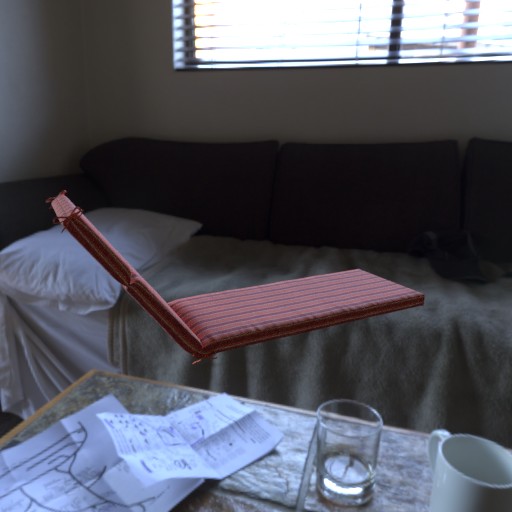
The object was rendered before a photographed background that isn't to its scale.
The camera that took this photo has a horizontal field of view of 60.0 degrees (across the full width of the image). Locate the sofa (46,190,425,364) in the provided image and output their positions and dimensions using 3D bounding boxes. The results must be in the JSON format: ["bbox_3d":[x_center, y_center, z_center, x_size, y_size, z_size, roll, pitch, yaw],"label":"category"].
[{"bbox_3d":[0.000,0.000,2.015,1.663,0.622,0.582,-8,17,-26],"label":"sofa"}]
